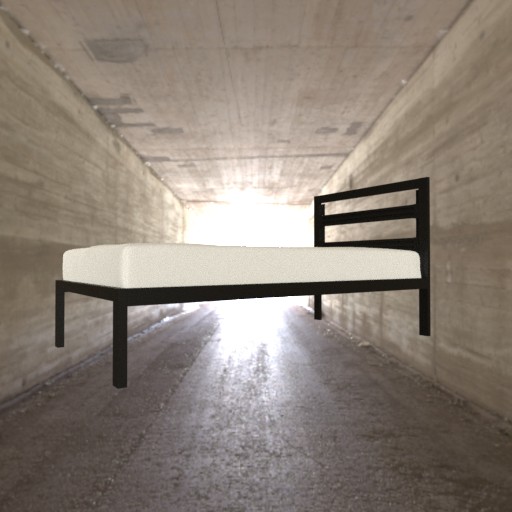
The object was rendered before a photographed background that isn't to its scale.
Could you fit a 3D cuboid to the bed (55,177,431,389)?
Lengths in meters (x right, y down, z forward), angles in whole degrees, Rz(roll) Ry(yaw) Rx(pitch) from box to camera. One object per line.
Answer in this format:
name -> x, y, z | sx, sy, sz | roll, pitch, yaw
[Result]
bed -> 0.000, 0.000, 2.540 | 1.930, 0.967, 0.991 | 1, -1, -36
